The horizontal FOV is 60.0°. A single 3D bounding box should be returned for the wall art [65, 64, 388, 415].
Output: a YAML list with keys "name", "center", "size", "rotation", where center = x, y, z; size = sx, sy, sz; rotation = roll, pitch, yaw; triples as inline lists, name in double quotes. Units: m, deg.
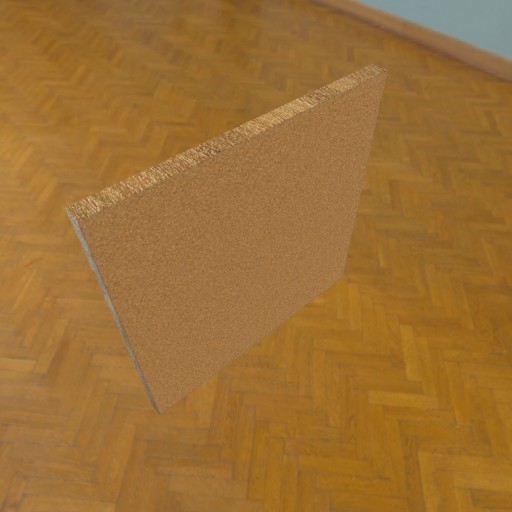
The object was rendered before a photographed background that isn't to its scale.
- name: "wall art"
  center: [0.000, 0.000, 0.913]
  size: [0.611, 0.608, 0.042]
  rotation: [-33, 56, -26]
